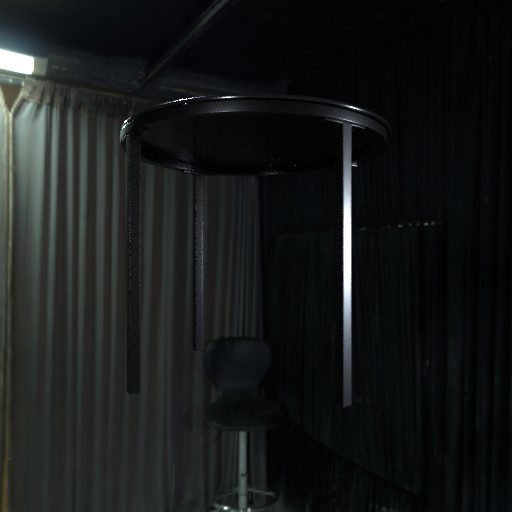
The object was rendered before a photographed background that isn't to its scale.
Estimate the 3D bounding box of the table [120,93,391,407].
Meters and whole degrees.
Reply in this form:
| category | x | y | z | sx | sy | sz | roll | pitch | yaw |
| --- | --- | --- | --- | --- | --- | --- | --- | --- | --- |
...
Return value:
| category | x | y | z | sx | sy | sz | roll | pitch | yaw |
| --- | --- | --- | --- | --- | --- | --- | --- | --- | --- |
| table | 0.000 | 0.000 | 0.854 | 0.499 | 0.443 | 0.499 | 0 | 0 | 0 |
